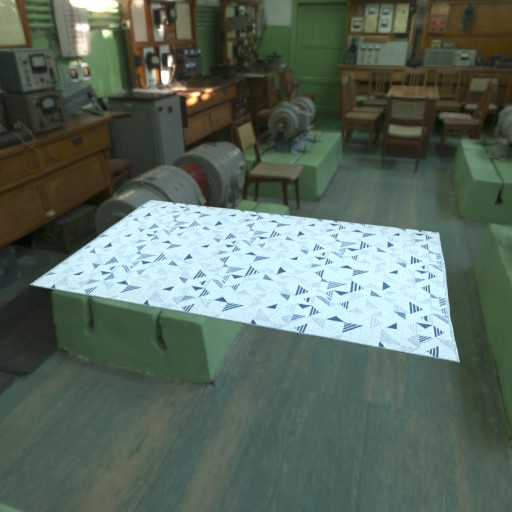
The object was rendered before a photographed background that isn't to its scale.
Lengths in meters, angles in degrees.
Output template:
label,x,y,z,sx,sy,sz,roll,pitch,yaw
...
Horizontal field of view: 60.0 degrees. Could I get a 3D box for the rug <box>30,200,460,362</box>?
label,x,y,z,sx,sy,sz,roll,pitch,yaw
rug,0.000,0.000,3.036,2.457,0.009,1.512,8,29,15
